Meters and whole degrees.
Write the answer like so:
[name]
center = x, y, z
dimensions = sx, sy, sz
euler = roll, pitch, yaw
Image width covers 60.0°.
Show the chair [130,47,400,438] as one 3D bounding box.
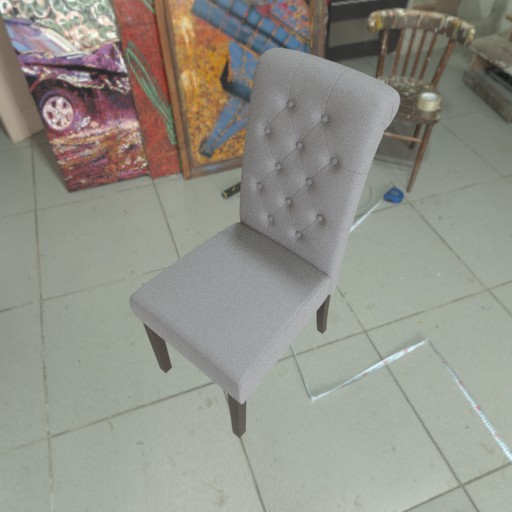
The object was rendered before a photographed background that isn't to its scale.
[chair]
center = 0.000, 0.000, 1.368
dimensions = 0.456, 1.006, 0.671
euler = 32, 56, 26
